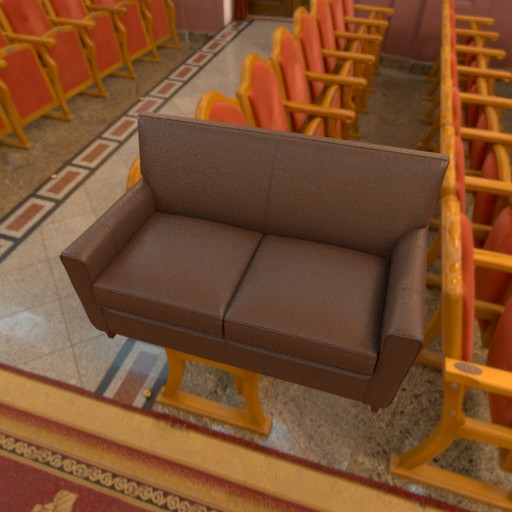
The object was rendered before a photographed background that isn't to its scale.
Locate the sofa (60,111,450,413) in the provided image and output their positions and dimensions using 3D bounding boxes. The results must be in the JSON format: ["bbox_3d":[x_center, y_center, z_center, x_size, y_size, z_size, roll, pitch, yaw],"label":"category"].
[{"bbox_3d":[0.000,0.000,2.041,1.468,0.859,0.853,12,43,13],"label":"sofa"}]
